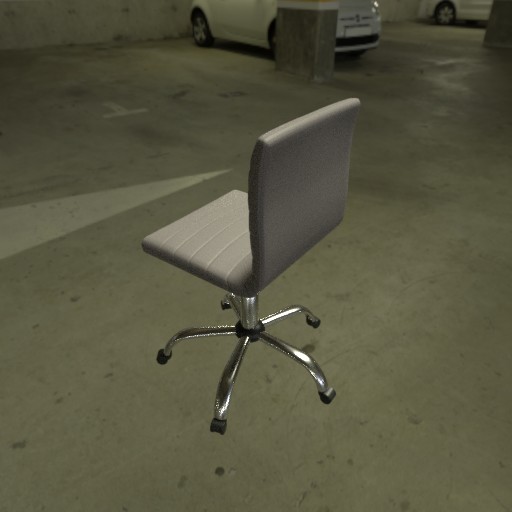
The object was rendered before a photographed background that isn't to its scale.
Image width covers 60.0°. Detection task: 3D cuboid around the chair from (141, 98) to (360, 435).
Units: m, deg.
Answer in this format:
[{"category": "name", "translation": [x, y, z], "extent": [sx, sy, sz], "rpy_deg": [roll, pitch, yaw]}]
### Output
[{"category": "chair", "translation": [0.000, 0.000, 1.166], "extent": [0.530, 0.780, 0.556], "rpy_deg": [21, 37, 29]}]
